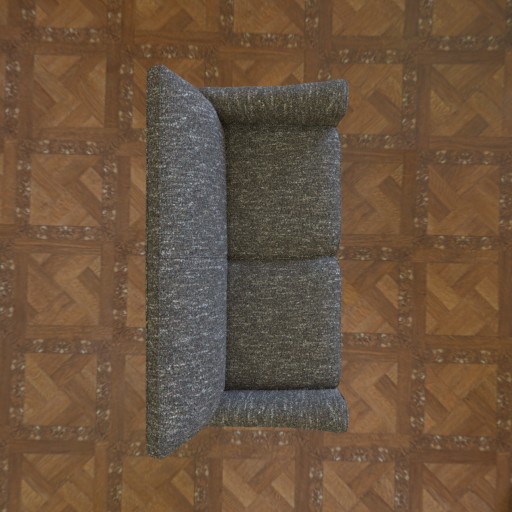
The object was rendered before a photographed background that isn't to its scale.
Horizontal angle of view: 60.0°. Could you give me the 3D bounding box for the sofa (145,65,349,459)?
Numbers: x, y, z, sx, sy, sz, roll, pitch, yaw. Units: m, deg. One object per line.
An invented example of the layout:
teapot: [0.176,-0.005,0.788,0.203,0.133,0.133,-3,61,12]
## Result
sofa: [0.000,0.000,2.051,0.801,0.946,1.519,0,90,1]
